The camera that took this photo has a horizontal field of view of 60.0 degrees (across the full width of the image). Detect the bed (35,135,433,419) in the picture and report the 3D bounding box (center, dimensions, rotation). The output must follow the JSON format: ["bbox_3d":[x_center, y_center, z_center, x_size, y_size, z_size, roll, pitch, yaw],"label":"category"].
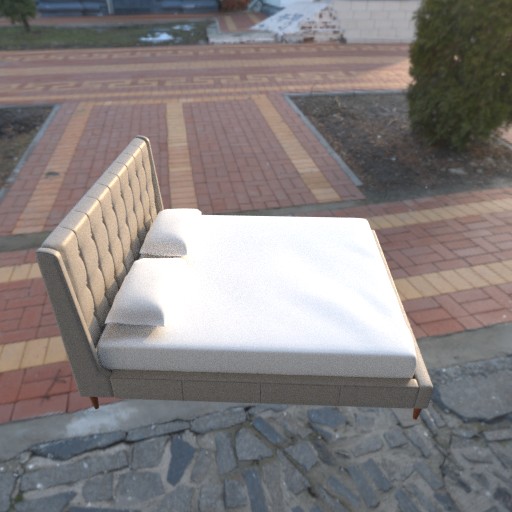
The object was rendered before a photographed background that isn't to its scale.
[{"bbox_3d":[0.000,0.000,3.535,2.342,1.289,2.062,1,33,2],"label":"bed"}]
